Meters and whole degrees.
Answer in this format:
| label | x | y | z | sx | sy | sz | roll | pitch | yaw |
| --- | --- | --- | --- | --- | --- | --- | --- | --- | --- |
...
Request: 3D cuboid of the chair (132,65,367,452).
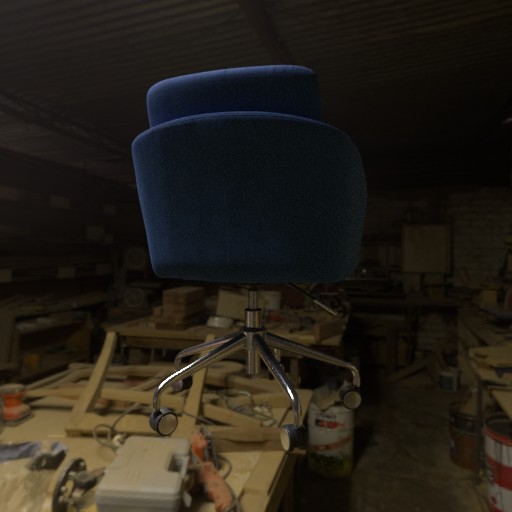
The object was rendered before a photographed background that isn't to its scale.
| label | x | y | z | sx | sy | sz | roll | pitch | yaw |
| --- | --- | --- | --- | --- | --- | --- | --- | --- | --- |
| chair | 0.000 | 0.000 | 1.343 | 0.641 | 0.908 | 0.635 | 0 | 1 | 16 |
